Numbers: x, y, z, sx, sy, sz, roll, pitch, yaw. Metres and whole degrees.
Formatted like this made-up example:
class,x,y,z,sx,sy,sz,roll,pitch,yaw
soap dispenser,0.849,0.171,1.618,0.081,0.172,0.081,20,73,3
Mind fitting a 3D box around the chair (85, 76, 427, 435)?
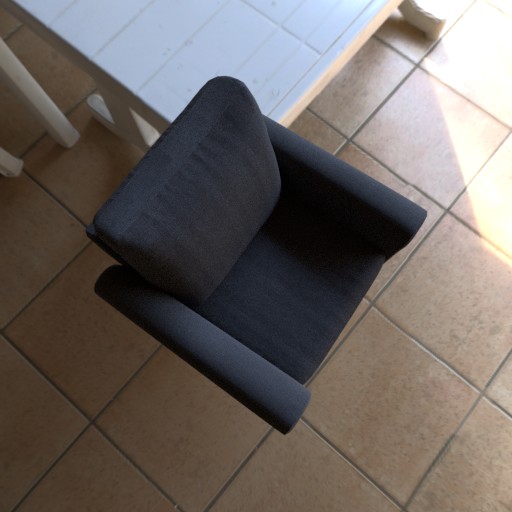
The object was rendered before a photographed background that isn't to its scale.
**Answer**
class,x,y,z,sx,sy,sz,roll,pitch,yaw
chair,0.000,0.000,1.586,0.828,0.942,0.867,34,77,9
